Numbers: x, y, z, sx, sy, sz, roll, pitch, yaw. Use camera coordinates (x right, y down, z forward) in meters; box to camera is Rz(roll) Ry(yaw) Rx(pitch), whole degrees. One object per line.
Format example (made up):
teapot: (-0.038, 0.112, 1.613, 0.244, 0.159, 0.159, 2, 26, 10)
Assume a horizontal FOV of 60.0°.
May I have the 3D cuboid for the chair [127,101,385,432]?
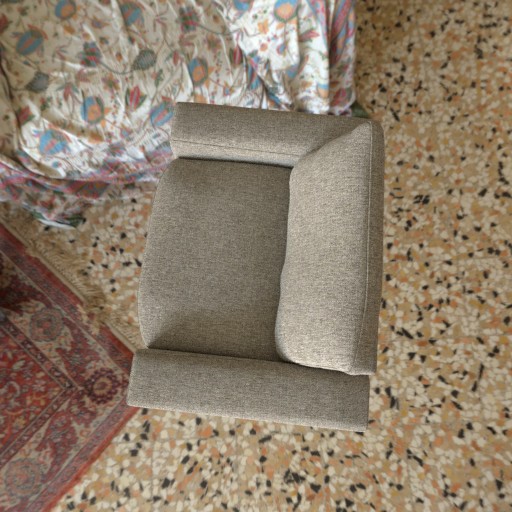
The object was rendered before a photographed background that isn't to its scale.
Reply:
chair: (0.000, 0.000, 2.036, 1.039, 0.915, 1.398, 6, 76, 1)
